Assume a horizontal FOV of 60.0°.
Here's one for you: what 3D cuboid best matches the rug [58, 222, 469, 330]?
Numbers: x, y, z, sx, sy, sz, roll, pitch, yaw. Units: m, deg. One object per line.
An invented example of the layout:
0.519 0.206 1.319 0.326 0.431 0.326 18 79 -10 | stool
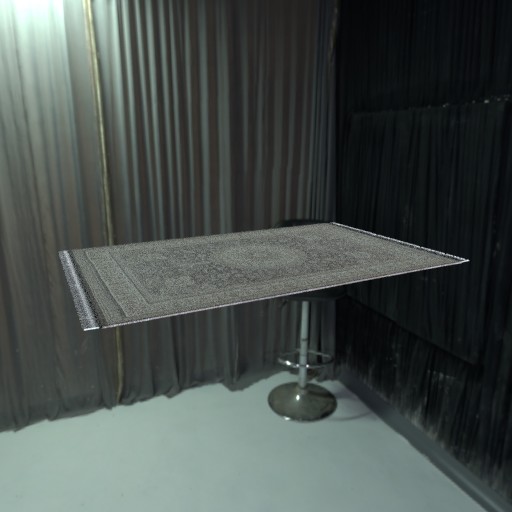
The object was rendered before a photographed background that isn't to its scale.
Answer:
0.000 0.000 3.087 2.440 0.010 1.528 -8 17 -26 | rug
